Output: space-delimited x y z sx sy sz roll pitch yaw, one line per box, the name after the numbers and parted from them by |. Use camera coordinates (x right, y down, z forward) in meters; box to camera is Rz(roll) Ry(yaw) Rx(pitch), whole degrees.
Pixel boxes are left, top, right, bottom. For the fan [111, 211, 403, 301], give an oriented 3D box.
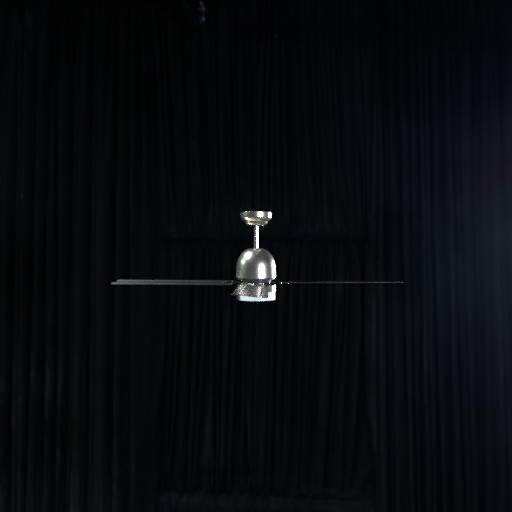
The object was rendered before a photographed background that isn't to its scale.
0.000 0.000 2.084 1.346 0.406 1.346 0 0 0 | fan
